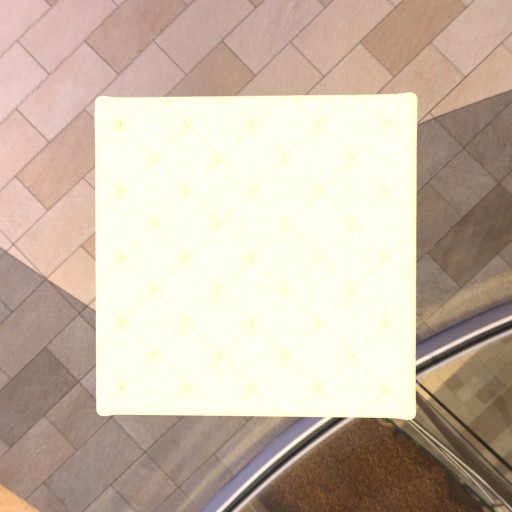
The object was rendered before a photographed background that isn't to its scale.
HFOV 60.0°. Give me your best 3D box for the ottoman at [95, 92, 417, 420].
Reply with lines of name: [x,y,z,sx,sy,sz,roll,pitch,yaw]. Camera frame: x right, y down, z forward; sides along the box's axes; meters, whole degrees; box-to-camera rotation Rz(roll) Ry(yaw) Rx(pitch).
ottoman: [0.000,0.000,1.598,1.028,0.439,1.028,0,91,2]
